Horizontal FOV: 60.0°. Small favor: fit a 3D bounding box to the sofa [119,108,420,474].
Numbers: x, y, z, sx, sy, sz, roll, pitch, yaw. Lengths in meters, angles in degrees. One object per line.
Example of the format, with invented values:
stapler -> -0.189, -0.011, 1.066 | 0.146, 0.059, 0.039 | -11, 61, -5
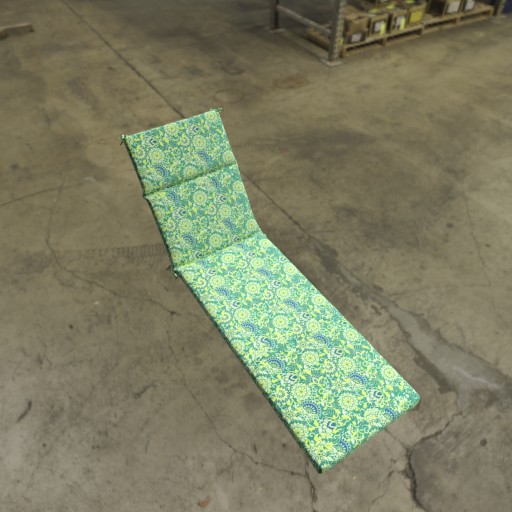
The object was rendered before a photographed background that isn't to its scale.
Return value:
sofa -> 0.000, 0.000, 1.988 | 0.582, 0.622, 1.663 | -25, 51, -22
